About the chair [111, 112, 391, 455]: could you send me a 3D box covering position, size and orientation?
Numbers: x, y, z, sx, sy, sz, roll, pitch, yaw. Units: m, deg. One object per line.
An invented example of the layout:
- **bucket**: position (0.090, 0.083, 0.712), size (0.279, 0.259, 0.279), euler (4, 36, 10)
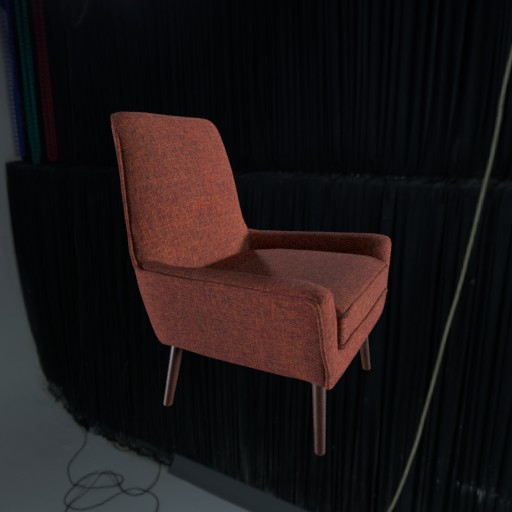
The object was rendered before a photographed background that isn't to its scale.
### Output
- **chair**: position (0.000, 0.000, 1.476), size (0.784, 0.911, 0.803), euler (7, 15, 26)
